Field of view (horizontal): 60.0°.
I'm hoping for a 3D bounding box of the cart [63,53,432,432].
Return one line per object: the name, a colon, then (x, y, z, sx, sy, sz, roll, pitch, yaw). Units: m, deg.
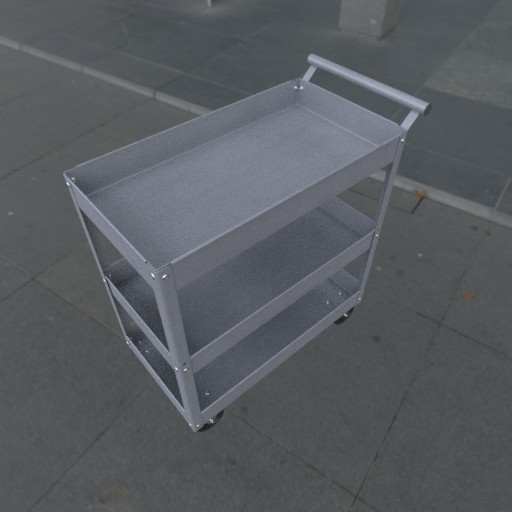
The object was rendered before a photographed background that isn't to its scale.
cart: (0.000, 0.000, 1.193, 0.719, 0.780, 0.366, -32, 54, -27)
